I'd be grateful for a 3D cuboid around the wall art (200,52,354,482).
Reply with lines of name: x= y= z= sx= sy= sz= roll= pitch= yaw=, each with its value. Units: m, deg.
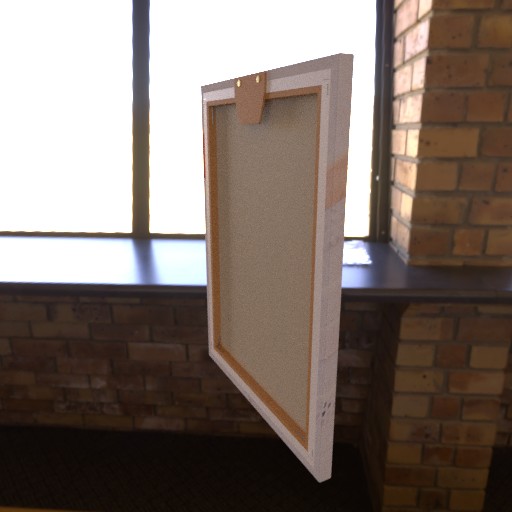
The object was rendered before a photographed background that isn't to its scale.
wall art: x=0.000 y=0.000 z=1.325 sx=0.045 sy=1.014 sz=0.759 roll=-8 pitch=18 yaw=-26
